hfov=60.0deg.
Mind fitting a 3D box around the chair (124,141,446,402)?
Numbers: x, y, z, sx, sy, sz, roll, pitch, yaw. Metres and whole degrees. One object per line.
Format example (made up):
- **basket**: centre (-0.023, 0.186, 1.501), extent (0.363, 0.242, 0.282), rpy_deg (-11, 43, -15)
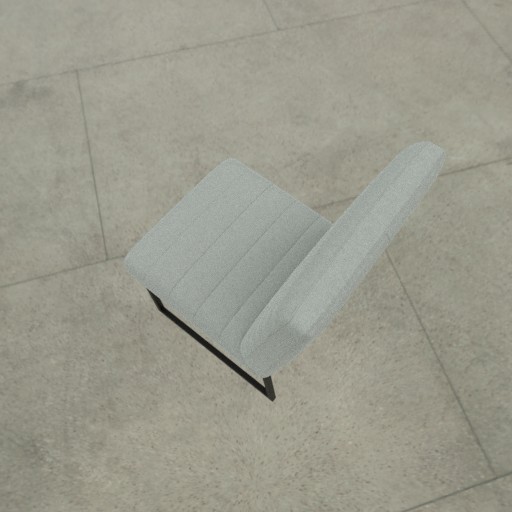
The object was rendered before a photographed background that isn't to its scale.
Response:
- **chair**: centre (0.000, 0.000, 1.304), extent (0.634, 0.930, 0.520), rpy_deg (35, 68, 16)
